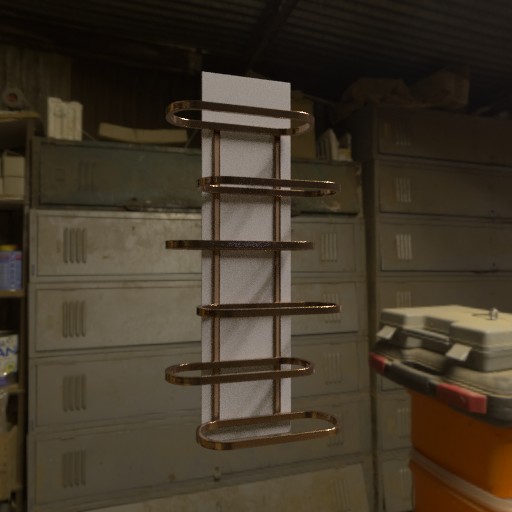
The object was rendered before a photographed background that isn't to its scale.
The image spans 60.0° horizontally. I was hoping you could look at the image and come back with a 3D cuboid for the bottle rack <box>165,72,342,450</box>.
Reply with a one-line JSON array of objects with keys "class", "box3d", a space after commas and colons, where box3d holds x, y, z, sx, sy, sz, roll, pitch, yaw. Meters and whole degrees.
[{"class": "bottle rack", "box3d": [0.000, 0.000, 0.822, 0.332, 0.709, 0.118, 0, -1, -18]}]
